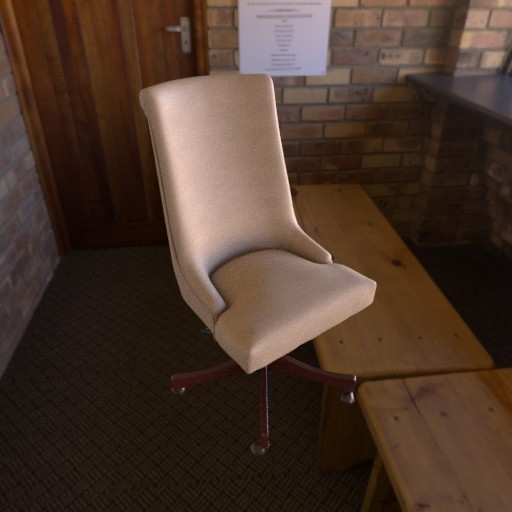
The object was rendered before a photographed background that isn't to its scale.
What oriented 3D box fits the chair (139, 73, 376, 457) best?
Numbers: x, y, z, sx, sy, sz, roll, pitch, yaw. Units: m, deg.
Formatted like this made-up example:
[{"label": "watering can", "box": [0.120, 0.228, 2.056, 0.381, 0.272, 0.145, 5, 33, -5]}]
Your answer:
[{"label": "chair", "box": [0.000, 0.000, 1.435, 0.645, 1.010, 0.696, -22, 37, -32]}]
